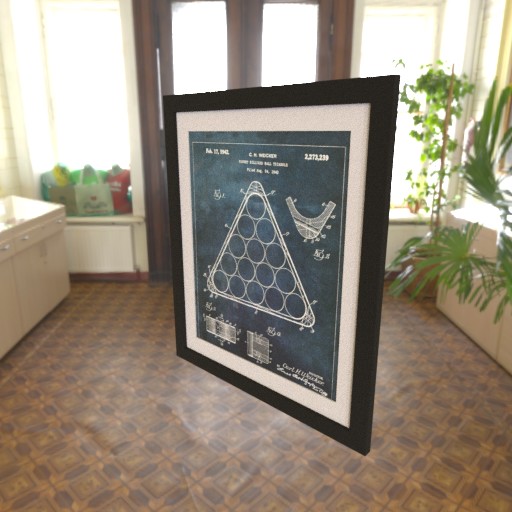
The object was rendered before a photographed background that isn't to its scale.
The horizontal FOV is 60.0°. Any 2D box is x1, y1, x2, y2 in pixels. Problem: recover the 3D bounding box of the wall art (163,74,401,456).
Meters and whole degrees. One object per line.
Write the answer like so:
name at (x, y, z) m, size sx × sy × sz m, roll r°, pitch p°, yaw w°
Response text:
wall art at (0.000, 0.000, 0.506) m, size 0.311 × 0.361 × 0.010 m, roll 14°, pitch 21°, yaw 41°
